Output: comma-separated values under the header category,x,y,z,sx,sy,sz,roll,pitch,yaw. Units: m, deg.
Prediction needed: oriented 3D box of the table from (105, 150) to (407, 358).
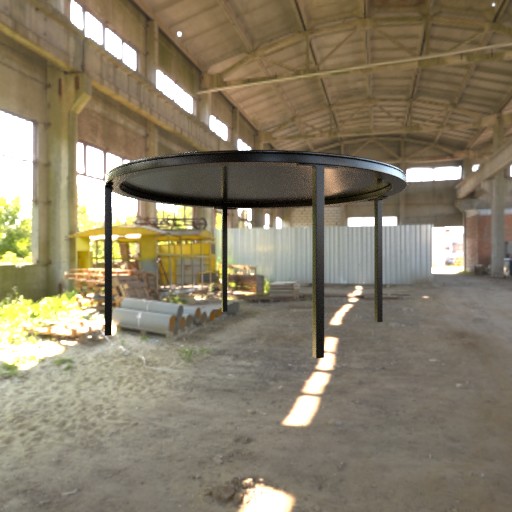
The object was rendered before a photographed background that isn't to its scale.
category,x,y,z,sx,sy,sz,roll,pitch,yaw
table,0.000,0.000,1.238,0.800,0.400,0.800,0,0,0
